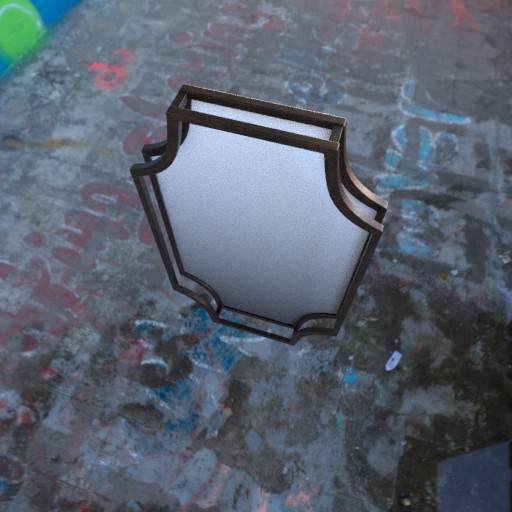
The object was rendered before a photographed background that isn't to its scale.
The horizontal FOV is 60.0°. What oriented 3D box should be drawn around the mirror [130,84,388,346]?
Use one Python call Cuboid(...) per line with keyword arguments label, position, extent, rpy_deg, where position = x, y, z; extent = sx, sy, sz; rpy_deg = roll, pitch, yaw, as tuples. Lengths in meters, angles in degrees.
Cuboid(label="mirror", position=(0.000, 0.000, 0.998), extent=(0.462, 0.811, 0.066), rpy_deg=(15, 60, 9))
